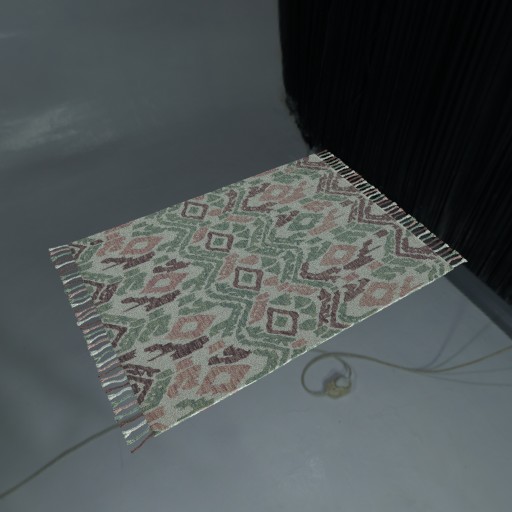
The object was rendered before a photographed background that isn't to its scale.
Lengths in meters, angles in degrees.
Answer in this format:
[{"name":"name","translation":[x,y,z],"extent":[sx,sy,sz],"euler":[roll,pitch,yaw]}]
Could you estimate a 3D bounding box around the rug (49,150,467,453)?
[{"name":"rug","translation":[0.000,0.000,2.297],"extent":[1.829,0.010,1.219],"euler":[-24,51,-21]}]
